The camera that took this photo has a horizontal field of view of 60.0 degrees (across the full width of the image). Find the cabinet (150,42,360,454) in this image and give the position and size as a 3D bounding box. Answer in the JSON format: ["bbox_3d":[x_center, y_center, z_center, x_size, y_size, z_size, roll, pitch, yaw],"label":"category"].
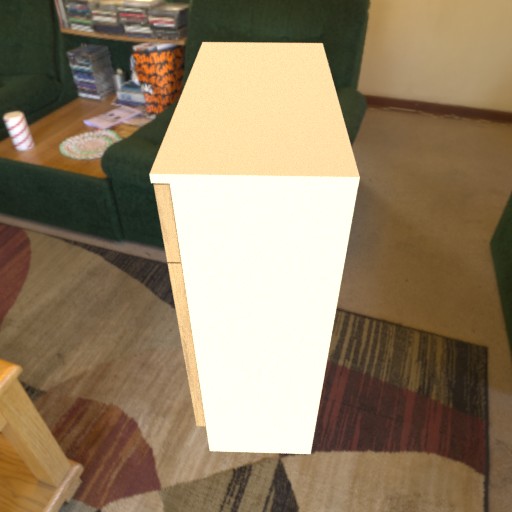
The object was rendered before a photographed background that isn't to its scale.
[{"bbox_3d":[0.000,0.000,1.091,0.296,0.815,0.600,1,41,1],"label":"cabinet"}]
